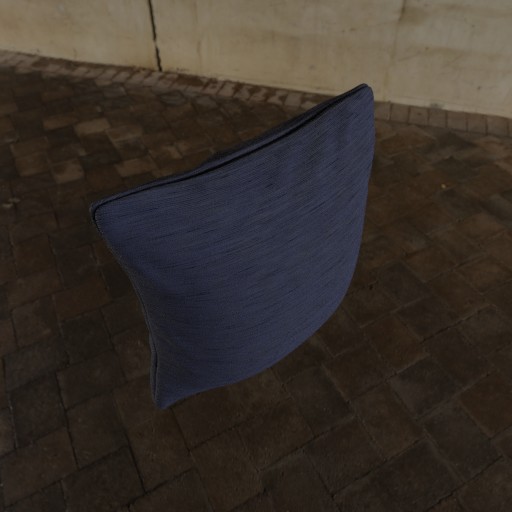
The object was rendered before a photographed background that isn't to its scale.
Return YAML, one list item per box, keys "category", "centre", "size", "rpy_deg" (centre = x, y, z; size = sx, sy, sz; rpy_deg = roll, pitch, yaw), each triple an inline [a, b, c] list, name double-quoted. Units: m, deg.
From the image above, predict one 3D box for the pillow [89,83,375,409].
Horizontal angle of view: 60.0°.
- category: "pillow"
  centre: [0.000, 0.000, 0.671]
  size: [0.432, 0.414, 0.246]
  rpy_deg: [-32, 53, -27]
